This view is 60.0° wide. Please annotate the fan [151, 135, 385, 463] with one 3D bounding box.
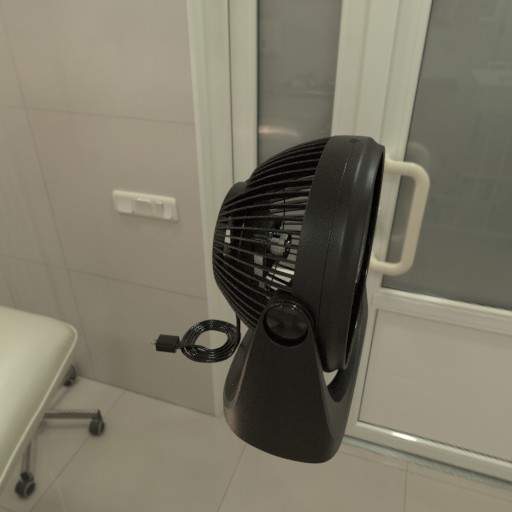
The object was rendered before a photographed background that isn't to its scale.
[{"bbox_3d":[0.000,0.000,0.492,0.256,0.277,0.273,10,33,16],"label":"fan"}]
